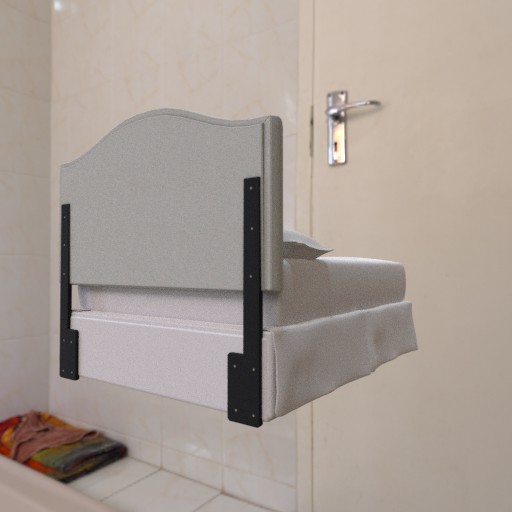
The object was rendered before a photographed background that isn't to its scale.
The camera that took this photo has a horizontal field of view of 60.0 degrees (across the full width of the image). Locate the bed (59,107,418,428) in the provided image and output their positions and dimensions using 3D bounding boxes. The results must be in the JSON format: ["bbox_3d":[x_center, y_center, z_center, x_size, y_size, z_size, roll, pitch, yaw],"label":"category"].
[{"bbox_3d":[0.000,0.000,3.349,1.813,1.607,2.180,-1,-2,35],"label":"bed"}]
